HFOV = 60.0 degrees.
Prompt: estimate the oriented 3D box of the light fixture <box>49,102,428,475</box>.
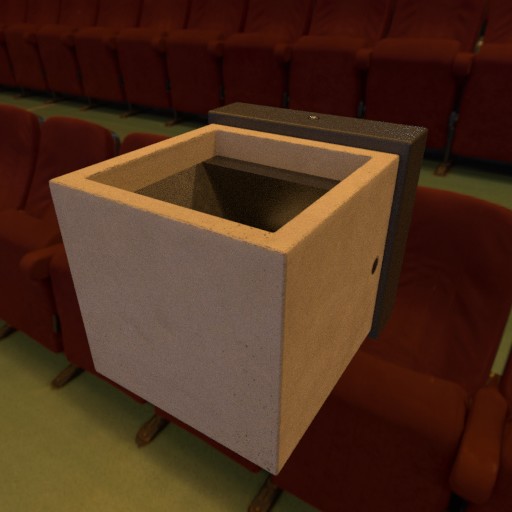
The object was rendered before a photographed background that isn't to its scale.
[{"bbox_3d":[0.000,0.000,0.235,0.121,0.121,0.143,18,35,28],"label":"light fixture"}]
